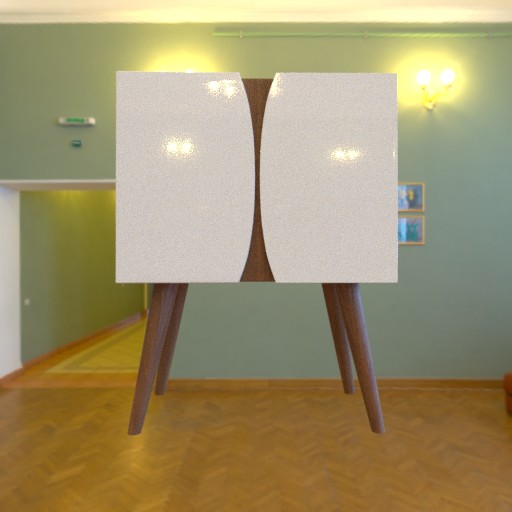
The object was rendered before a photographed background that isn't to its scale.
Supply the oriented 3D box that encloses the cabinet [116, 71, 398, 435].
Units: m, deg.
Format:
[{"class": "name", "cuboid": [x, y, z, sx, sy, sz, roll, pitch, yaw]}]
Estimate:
[{"class": "cabinet", "cuboid": [0.000, 0.000, 1.097, 0.591, 0.772, 0.344, 0, 0, -1]}]
